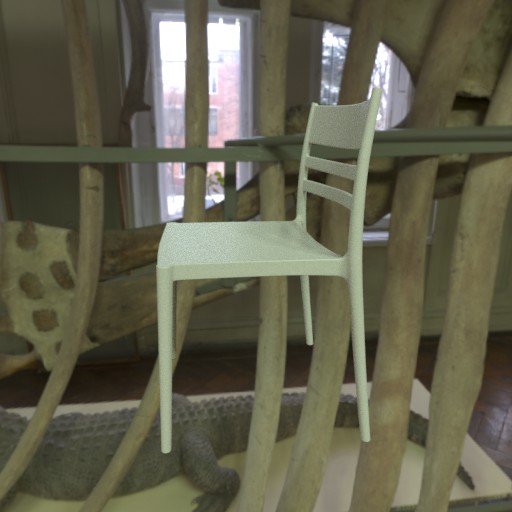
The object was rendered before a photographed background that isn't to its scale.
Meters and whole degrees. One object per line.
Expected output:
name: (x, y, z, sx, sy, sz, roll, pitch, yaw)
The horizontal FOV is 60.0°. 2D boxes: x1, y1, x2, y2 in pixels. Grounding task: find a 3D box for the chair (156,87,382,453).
chair: (0.000, 0.000, 1.172, 0.511, 0.800, 0.531, -2, 16, -8)
